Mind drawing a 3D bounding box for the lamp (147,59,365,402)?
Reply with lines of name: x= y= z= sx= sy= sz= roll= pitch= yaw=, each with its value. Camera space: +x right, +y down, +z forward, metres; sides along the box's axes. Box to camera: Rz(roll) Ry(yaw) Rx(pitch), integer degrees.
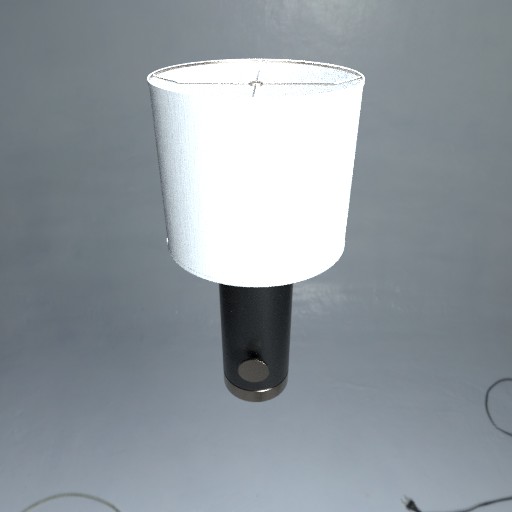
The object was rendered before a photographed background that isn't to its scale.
lamp: x=0.000 y=0.000 z=0.627 sx=0.241 sy=0.482 sz=0.240 roll=1 pitch=32 yaw=2
